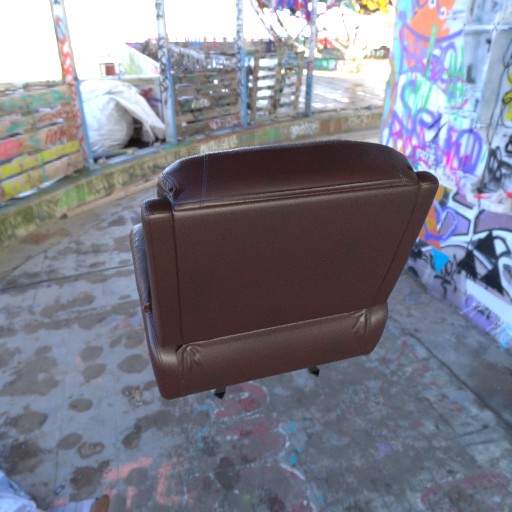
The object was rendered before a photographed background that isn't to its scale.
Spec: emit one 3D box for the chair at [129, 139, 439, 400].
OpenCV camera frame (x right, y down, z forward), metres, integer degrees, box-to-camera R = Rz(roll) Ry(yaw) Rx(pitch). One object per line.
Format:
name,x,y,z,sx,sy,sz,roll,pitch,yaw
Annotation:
chair,0.000,0.000,1.743,0.930,1.011,0.899,-8,28,-16
